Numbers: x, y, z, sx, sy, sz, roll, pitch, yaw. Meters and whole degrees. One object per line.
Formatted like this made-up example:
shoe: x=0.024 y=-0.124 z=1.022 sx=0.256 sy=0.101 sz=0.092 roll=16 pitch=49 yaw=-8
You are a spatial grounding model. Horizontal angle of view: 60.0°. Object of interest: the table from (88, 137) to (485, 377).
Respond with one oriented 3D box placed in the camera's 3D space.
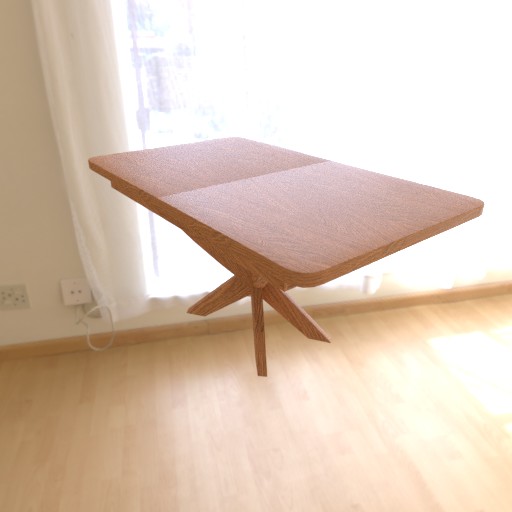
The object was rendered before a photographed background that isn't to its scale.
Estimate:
table: x=0.000 y=0.000 z=2.099 sx=0.950 sy=0.770 sz=1.600 roll=-19 pitch=32 yaw=-34
